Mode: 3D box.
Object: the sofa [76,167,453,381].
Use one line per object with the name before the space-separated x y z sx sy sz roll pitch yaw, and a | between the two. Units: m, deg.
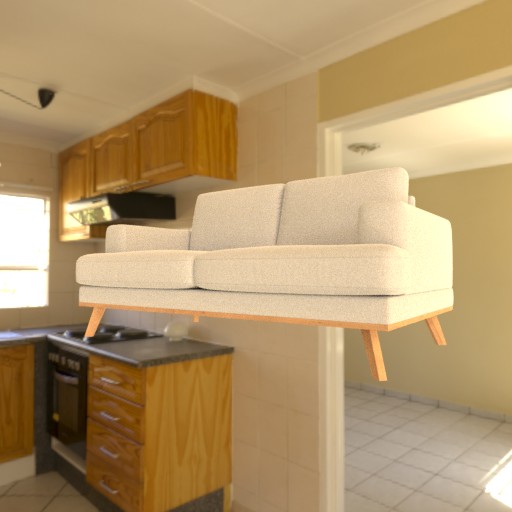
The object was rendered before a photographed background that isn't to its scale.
sofa | 0.000 0.000 2.144 1.651 0.810 0.915 -1 -2 36
